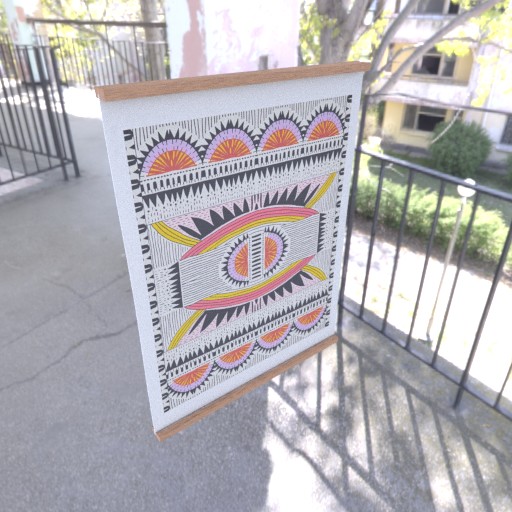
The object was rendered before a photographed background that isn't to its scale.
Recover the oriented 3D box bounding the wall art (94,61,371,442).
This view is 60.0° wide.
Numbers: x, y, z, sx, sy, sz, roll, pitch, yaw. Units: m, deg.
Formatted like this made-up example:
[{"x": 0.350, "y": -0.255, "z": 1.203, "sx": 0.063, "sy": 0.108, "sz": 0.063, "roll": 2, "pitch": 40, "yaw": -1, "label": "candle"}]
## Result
[{"x": 0.000, "y": 0.000, "z": 0.684, "sx": 0.403, "sy": 0.527, "sz": 0.028, "roll": -20, "pitch": 35, "yaw": -32, "label": "wall art"}]
